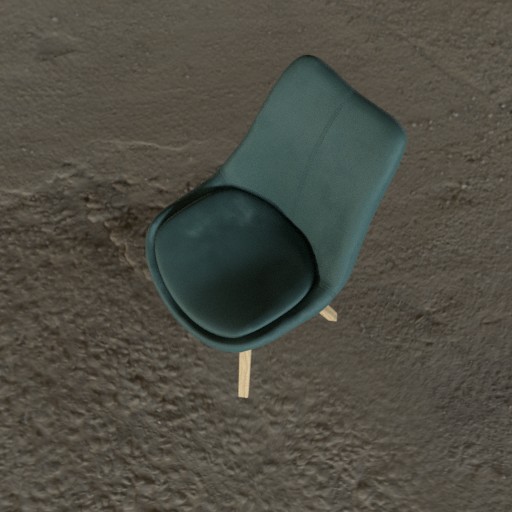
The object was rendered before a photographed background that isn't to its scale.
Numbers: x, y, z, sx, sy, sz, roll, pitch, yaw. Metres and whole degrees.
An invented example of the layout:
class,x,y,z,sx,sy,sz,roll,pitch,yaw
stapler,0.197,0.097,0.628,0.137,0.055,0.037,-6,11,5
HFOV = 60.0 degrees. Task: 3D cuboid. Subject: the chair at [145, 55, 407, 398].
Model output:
class,x,y,z,sx,sy,sz,roll,pitch,yaw
chair,0.000,0.000,1.208,0.547,0.865,0.483,-35,68,-16
